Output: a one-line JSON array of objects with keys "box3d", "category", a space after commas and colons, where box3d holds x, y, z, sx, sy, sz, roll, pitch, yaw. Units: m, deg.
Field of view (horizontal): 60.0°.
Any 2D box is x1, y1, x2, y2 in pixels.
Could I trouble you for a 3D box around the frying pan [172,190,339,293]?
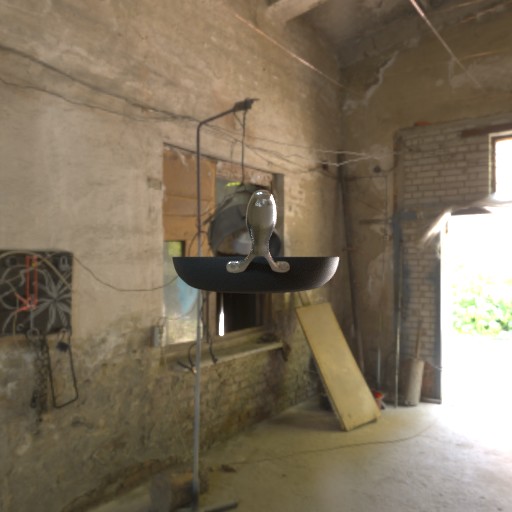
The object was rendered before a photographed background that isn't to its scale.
[{"box3d": [0.000, 0.000, 0.581, 0.255, 0.105, 0.472, 0, 0, 0], "category": "frying pan"}]
